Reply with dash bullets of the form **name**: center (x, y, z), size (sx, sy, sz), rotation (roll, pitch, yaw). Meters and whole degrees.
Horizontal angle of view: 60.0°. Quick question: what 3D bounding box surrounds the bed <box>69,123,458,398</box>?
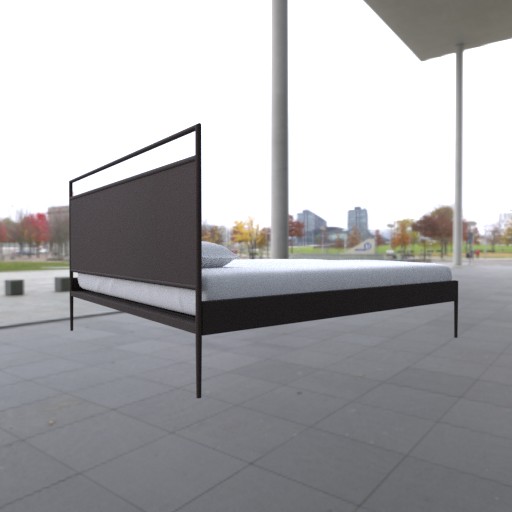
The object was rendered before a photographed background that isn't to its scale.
- **bed**: center (0.000, 0.000, 3.323), size (2.151, 1.173, 1.993), rotation (-1, 1, -37)
